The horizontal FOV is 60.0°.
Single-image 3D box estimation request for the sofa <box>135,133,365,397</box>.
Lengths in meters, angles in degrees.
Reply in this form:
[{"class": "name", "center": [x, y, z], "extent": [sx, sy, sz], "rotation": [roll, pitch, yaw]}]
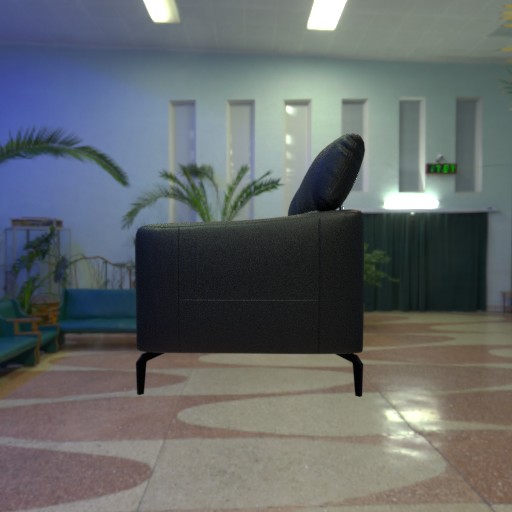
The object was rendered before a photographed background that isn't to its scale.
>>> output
[{"class": "sofa", "center": [0.000, 0.000, 2.534], "extent": [0.856, 0.957, 2.069], "rotation": [0, 1, 1]}]
